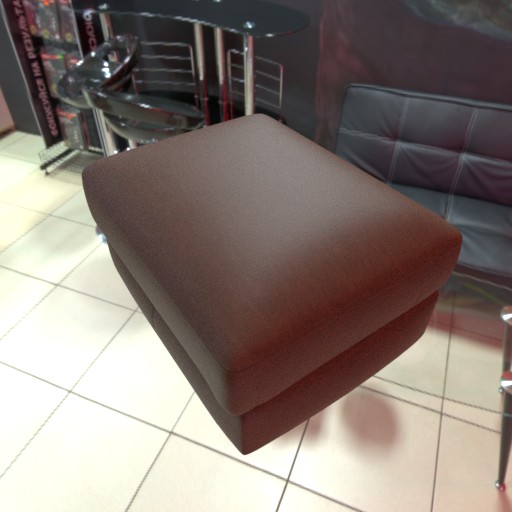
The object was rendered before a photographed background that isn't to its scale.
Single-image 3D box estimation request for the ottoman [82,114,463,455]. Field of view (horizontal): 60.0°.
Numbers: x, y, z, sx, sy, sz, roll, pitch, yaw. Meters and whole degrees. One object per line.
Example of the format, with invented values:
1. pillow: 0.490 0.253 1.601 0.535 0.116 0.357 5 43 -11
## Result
1. ottoman: 0.000 0.000 1.171 0.635 0.508 0.787 -25 47 -25
